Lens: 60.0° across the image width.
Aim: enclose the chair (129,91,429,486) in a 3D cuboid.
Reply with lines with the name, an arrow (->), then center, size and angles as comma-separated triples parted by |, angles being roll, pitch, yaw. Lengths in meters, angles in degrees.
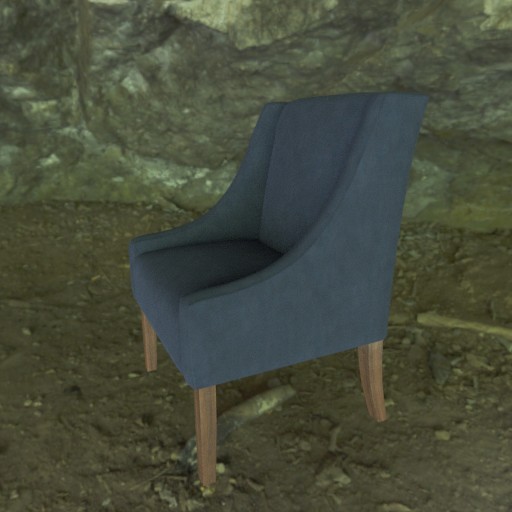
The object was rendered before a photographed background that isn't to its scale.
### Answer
chair -> 0.000, 0.000, 1.295 | 0.629, 0.895, 0.629 | -8, 18, -25
